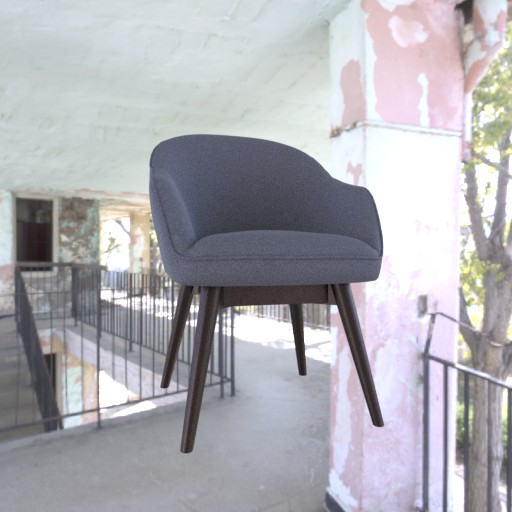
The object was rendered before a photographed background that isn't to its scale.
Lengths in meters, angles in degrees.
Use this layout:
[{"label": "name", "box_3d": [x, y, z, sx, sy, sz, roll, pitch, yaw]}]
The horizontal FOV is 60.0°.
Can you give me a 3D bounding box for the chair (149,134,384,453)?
[{"label": "chair", "box_3d": [0.000, 0.000, 1.233, 0.589, 0.810, 0.611, 0, 1, -17]}]
